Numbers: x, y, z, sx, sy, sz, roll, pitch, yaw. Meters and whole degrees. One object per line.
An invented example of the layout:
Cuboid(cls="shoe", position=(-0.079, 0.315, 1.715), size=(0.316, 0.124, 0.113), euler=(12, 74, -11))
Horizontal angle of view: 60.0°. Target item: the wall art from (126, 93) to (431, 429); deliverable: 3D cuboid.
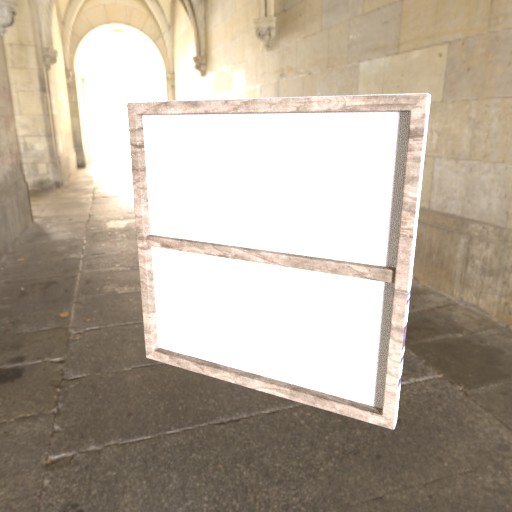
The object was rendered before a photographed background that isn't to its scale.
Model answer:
Cuboid(cls="wall art", position=(0.000, 0.000, 1.115), size=(0.747, 0.747, 0.035), euler=(8, 18, 26))
